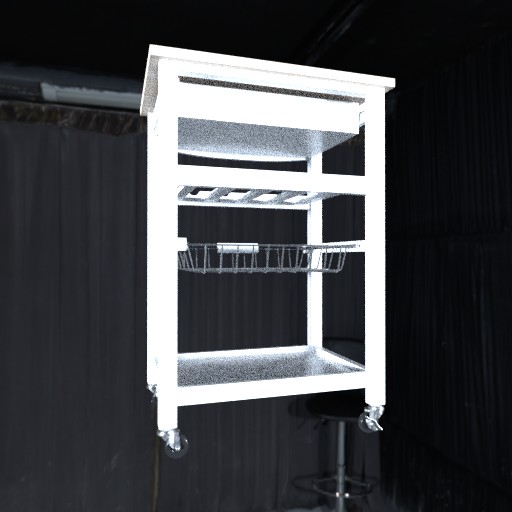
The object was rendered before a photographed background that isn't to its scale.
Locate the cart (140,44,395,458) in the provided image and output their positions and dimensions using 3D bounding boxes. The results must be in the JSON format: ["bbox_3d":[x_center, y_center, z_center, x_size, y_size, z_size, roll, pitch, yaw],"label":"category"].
[{"bbox_3d":[0.000,0.000,1.178,0.578,0.857,0.406,0,0,-17],"label":"cart"}]
